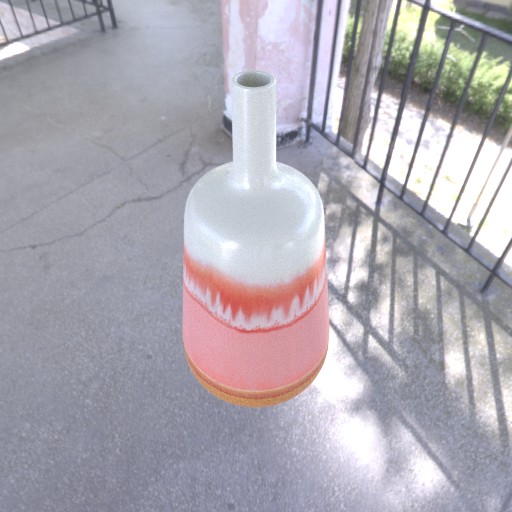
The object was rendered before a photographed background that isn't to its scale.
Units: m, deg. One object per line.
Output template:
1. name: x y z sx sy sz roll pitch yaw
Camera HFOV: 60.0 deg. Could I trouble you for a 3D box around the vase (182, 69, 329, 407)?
1. vase: 0.000 0.000 0.363 0.144 0.296 0.144 0 46 0
